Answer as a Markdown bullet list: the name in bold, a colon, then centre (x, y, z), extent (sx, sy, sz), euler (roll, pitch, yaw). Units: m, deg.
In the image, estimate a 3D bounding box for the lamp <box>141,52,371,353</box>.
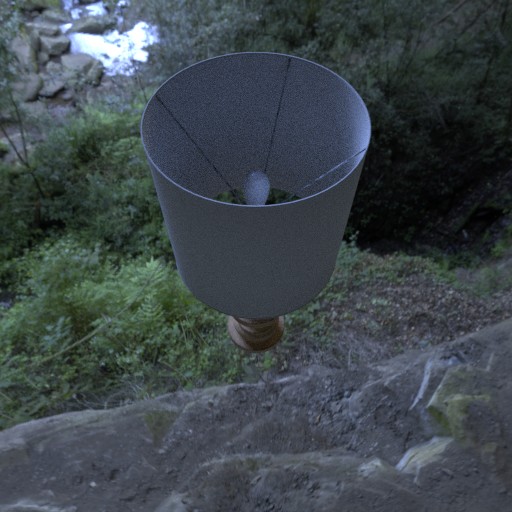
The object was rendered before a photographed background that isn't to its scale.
- **lamp**: centre (0.000, 0.000, 0.594), extent (0.208, 0.455, 0.208), euler (0, 57, 0)
